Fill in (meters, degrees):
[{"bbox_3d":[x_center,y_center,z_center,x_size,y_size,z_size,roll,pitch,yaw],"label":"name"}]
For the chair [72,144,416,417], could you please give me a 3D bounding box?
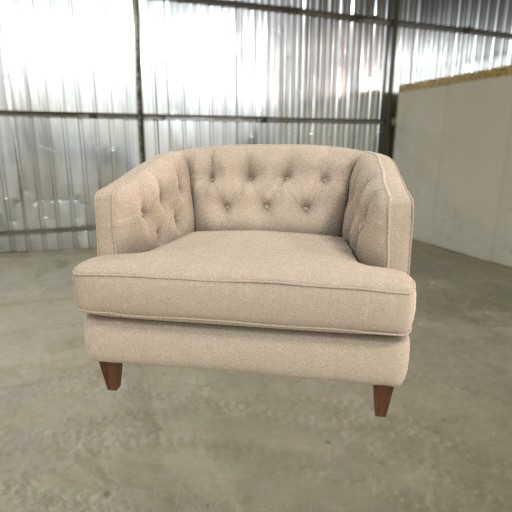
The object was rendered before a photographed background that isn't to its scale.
[{"bbox_3d":[0.000,0.000,1.771,1.104,0.852,0.941,3,15,9],"label":"chair"}]
